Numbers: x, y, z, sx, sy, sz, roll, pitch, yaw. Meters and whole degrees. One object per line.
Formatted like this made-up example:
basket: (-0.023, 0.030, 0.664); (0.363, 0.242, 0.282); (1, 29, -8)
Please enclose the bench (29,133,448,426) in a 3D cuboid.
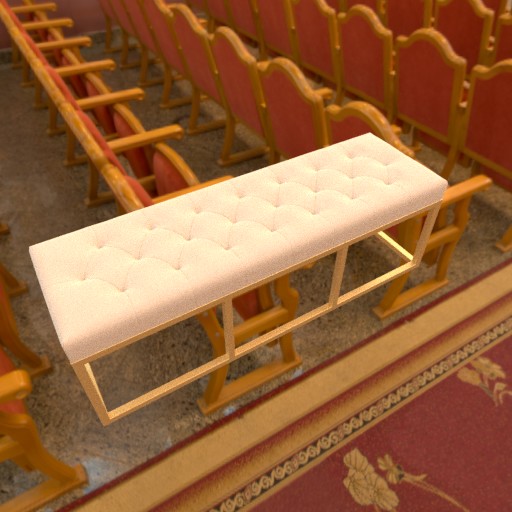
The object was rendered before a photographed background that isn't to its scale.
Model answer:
bench: (0.000, 0.000, 1.732); (1.473, 0.484, 0.457); (-23, 48, -22)
